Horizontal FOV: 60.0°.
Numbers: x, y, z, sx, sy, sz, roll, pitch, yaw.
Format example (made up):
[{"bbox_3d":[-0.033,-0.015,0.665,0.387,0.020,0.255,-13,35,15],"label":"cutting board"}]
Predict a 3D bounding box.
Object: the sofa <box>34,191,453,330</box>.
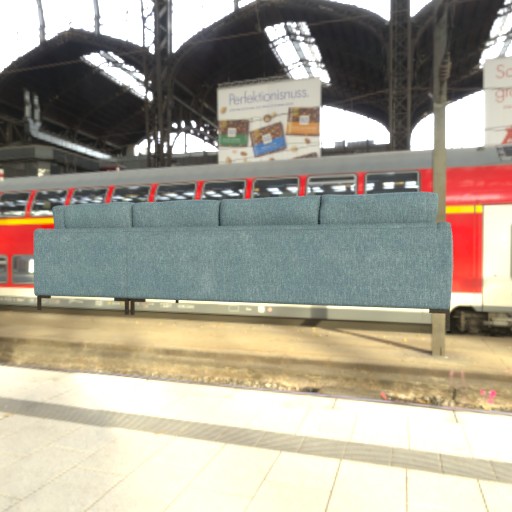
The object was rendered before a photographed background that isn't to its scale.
[{"bbox_3d":[0.000,0.000,3.859,2.949,0.815,2.007,0,1,17],"label":"sofa"}]
